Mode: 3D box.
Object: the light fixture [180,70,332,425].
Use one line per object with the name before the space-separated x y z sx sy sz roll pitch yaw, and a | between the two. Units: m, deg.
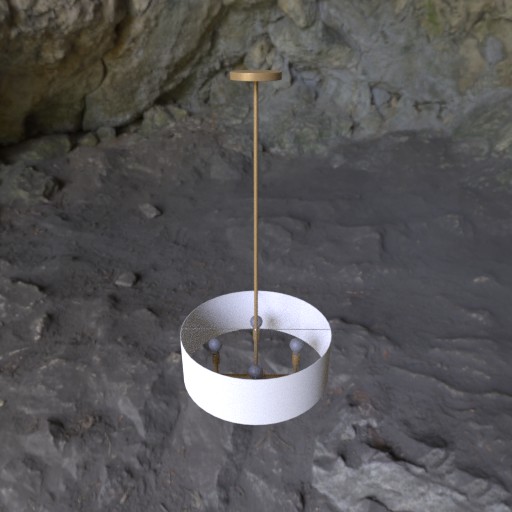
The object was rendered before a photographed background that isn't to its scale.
light fixture | 0.000 0.000 1.386 0.508 1.067 0.508 0 26 0
